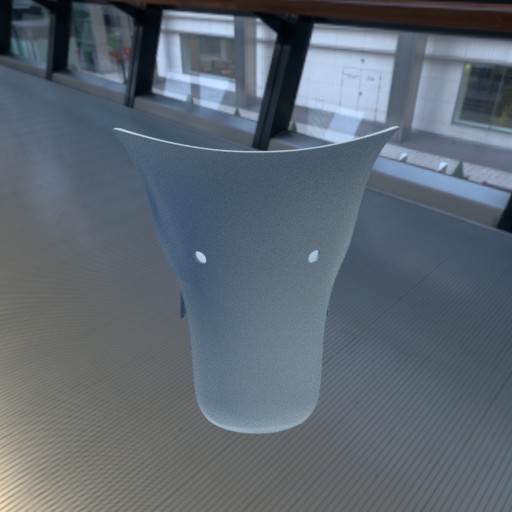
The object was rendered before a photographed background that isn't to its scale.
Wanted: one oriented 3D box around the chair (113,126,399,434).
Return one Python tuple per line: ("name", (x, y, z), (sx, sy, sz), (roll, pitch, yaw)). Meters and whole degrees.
("chair", (0.000, 0.000, 0.856), (0.451, 0.554, 0.402), (-1, 31, -1))
